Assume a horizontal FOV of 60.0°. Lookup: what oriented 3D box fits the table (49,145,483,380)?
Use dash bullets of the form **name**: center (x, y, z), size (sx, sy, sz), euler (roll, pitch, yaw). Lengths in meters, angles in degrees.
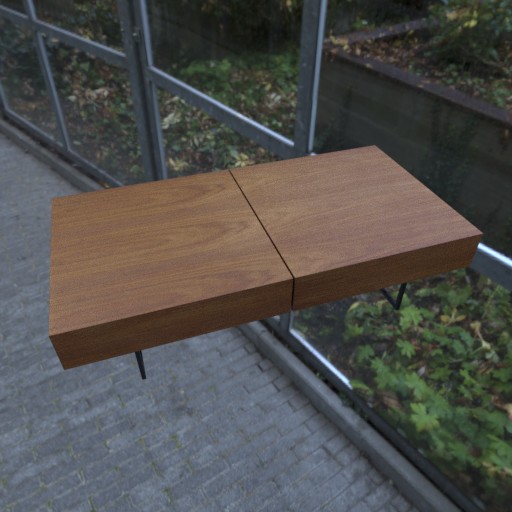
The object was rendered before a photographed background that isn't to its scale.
- **table**: center (0.000, 0.000, 1.473), size (1.194, 0.330, 0.610), euler (-12, 41, -14)
